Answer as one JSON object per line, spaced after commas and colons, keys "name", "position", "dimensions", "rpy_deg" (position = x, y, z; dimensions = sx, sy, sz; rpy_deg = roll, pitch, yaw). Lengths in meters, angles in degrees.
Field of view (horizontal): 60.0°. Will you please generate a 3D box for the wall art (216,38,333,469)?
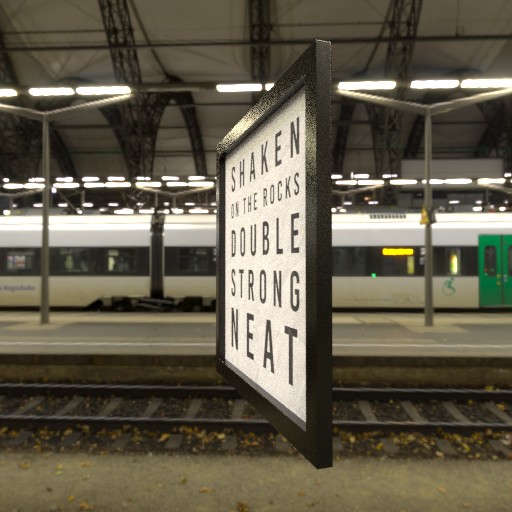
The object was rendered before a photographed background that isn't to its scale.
{"name": "wall art", "position": [0.000, 0.000, 0.526], "dimensions": [0.014, 0.349, 0.349], "rpy_deg": [0, -1, -19]}
